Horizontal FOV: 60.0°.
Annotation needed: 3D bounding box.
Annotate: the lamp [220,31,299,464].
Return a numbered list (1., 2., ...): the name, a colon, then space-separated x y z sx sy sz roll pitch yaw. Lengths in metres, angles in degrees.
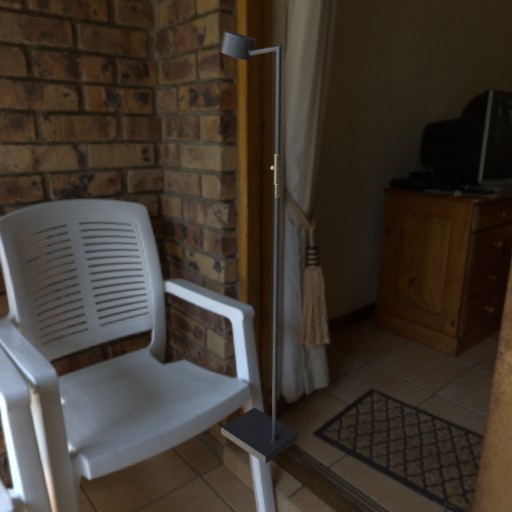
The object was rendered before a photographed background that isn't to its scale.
1. lamp: 0.000 0.000 1.696 0.304 1.600 0.203 14 21 42
